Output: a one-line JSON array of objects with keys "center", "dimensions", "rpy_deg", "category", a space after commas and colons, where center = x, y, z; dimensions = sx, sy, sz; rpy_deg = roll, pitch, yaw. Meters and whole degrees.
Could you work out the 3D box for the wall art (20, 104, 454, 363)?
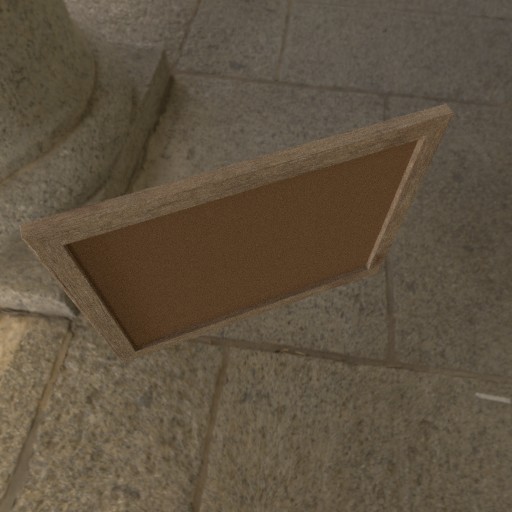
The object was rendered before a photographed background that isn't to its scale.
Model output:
[{"center": [0.000, 0.000, 0.899], "dimensions": [0.690, 0.535, 0.026], "rpy_deg": [-18, 60, -11], "category": "wall art"}]
